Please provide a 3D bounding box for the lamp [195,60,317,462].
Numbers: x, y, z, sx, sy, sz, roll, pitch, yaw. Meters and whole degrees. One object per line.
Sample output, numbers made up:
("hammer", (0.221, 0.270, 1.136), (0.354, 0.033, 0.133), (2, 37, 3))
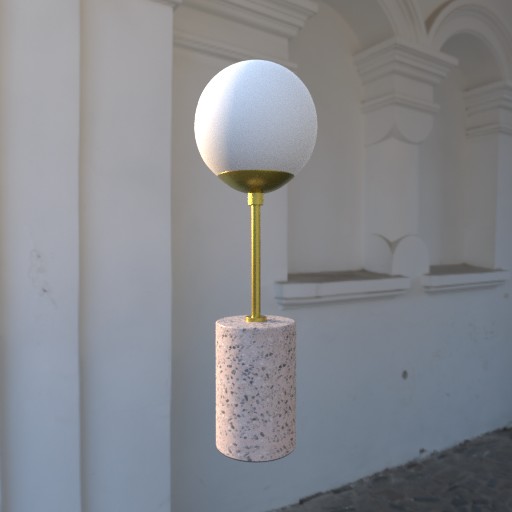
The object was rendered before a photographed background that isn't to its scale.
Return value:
("lamp", (0.000, 0.000, 0.562), (0.153, 0.480, 0.153), (0, 1, 0))
